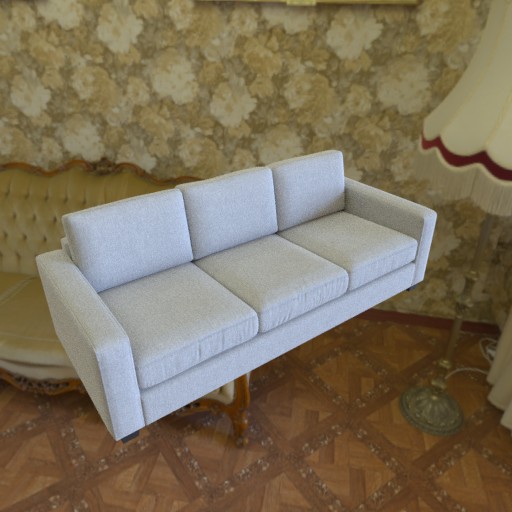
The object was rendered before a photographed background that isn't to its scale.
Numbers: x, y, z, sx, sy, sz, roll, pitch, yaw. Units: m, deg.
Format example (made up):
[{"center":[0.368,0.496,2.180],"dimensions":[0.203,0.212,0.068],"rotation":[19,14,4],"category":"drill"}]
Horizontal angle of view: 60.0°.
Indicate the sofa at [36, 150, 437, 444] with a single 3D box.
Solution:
[{"center":[0.000,0.000,2.532],"dimensions":[2.120,0.800,0.900],"rotation":[-20,35,-31],"category":"sofa"}]
